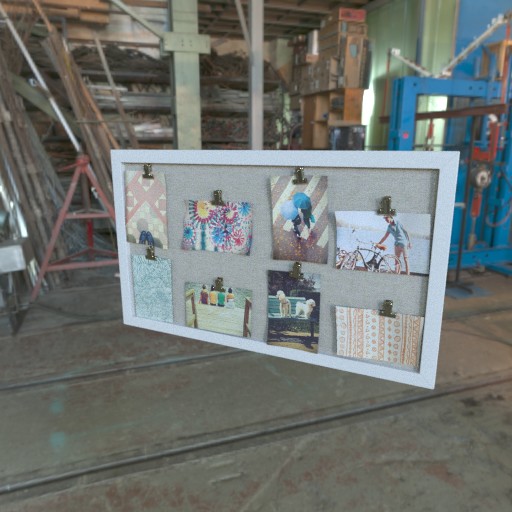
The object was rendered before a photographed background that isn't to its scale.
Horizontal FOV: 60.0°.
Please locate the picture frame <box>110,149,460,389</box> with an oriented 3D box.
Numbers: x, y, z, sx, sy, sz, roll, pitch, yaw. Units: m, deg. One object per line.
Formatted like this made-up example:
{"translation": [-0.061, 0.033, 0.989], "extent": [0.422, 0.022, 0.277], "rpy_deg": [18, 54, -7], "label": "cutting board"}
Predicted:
{"translation": [0.000, 0.000, 0.816], "extent": [0.647, 0.379, 0.044], "rpy_deg": [6, 15, 24], "label": "picture frame"}
